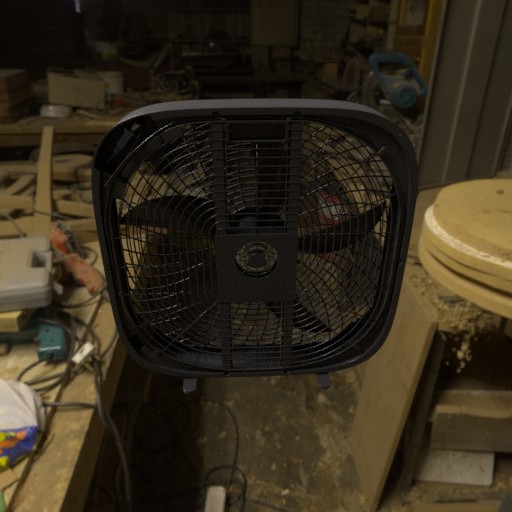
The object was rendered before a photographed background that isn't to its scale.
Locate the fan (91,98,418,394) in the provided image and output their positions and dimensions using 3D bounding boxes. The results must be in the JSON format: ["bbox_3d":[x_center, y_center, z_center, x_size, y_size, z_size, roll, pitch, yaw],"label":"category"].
[{"bbox_3d":[0.000,0.000,0.806,0.526,0.533,0.142,-1,28,-2],"label":"fan"}]
